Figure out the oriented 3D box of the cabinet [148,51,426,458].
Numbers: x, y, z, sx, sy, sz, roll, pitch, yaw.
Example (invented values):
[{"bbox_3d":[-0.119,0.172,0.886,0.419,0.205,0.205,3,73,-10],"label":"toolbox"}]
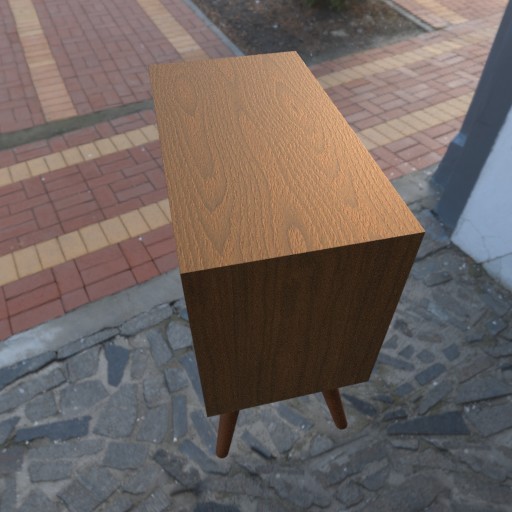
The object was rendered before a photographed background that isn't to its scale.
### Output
[{"bbox_3d":[0.000,0.000,1.170,0.388,0.748,0.712,-10,47,-9],"label":"cabinet"}]
